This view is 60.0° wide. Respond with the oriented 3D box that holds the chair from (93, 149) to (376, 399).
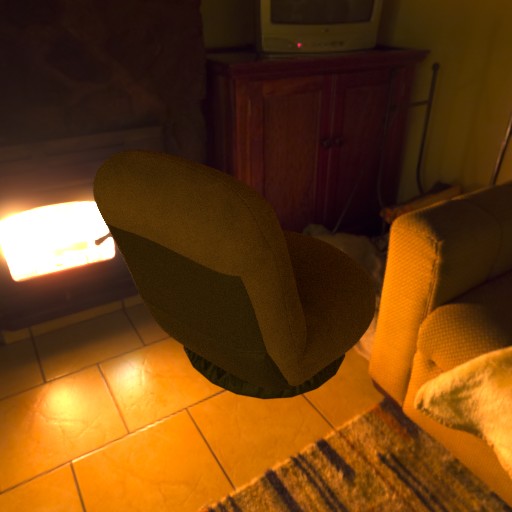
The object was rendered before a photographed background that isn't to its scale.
[{"bbox_3d":[0.000,0.000,1.056,0.521,0.594,0.597,21,36,32],"label":"chair"}]
